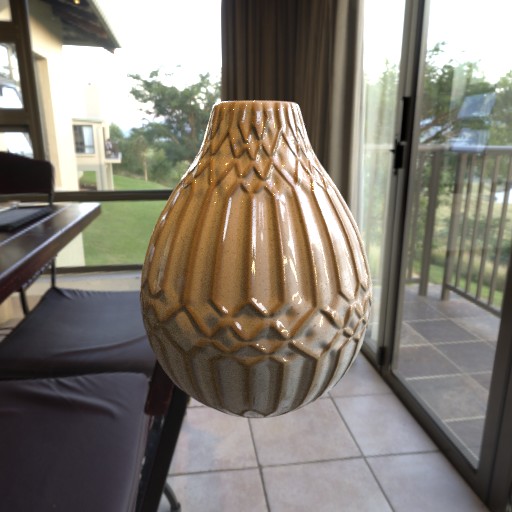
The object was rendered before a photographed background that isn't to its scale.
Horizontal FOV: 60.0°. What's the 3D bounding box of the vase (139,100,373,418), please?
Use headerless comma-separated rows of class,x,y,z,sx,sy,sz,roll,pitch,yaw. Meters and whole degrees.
vase,0.000,0.000,0.306,0.159,0.200,0.159,0,16,0
